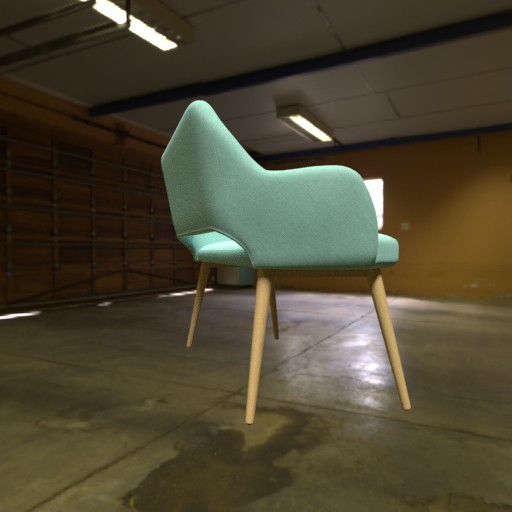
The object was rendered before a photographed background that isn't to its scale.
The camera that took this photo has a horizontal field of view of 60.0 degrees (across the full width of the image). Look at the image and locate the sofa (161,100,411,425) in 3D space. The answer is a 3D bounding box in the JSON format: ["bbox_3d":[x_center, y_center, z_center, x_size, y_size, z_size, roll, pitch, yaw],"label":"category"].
[{"bbox_3d":[0.000,0.000,1.615,0.610,0.840,1.150,0,1,-18],"label":"sofa"}]
